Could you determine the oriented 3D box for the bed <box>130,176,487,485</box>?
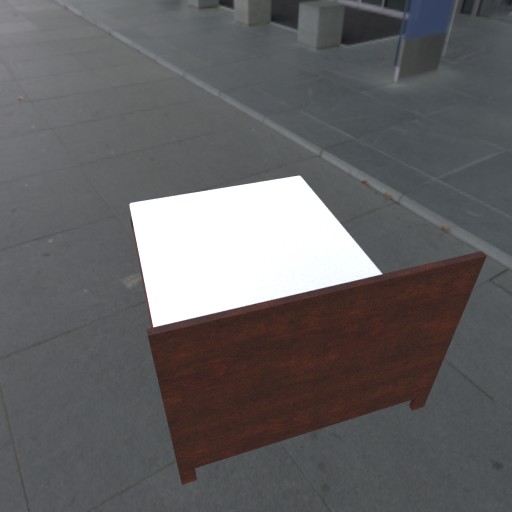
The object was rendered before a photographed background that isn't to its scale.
[{"bbox_3d":[0.000,0.000,3.123,1.600,1.270,2.184,-12,40,-14],"label":"bed"}]
